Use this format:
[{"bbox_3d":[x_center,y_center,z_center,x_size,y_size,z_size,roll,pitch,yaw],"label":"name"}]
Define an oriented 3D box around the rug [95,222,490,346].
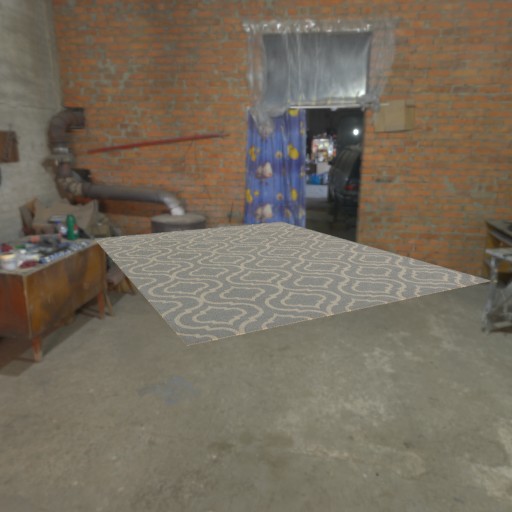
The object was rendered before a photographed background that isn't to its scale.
[{"bbox_3d":[0.000,0.000,3.911,2.283,0.006,2.892,-7,16,-27],"label":"rug"}]
